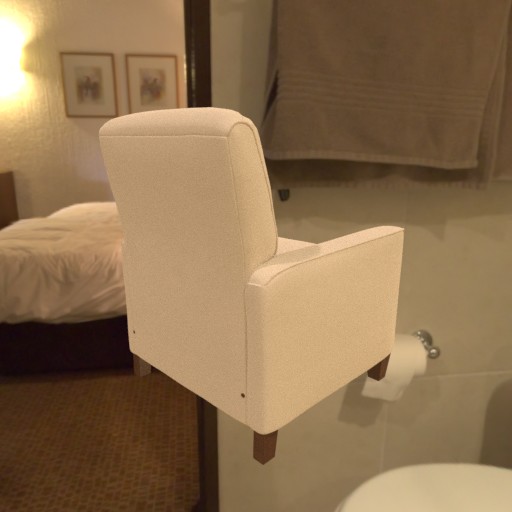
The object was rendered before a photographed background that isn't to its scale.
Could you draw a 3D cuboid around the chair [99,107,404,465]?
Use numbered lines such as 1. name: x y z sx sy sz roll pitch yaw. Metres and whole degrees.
1. chair: 0.000 0.000 1.679 0.841 1.028 0.858 14 21 43
